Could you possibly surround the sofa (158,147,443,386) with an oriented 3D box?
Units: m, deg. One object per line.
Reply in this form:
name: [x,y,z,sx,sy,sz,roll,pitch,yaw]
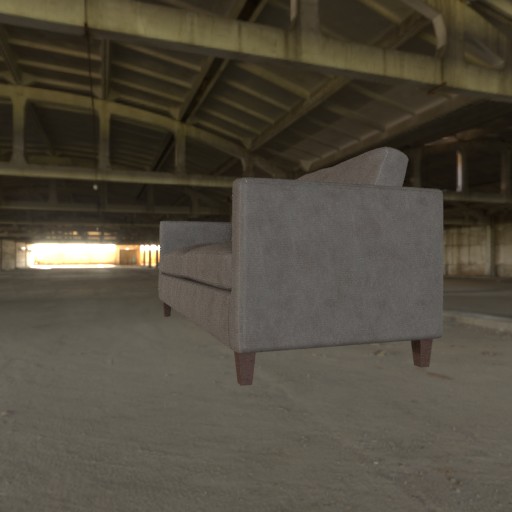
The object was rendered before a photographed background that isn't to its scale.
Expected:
sofa: [0.000,0.000,2.751,0.951,0.965,2.208,0,0,-20]
